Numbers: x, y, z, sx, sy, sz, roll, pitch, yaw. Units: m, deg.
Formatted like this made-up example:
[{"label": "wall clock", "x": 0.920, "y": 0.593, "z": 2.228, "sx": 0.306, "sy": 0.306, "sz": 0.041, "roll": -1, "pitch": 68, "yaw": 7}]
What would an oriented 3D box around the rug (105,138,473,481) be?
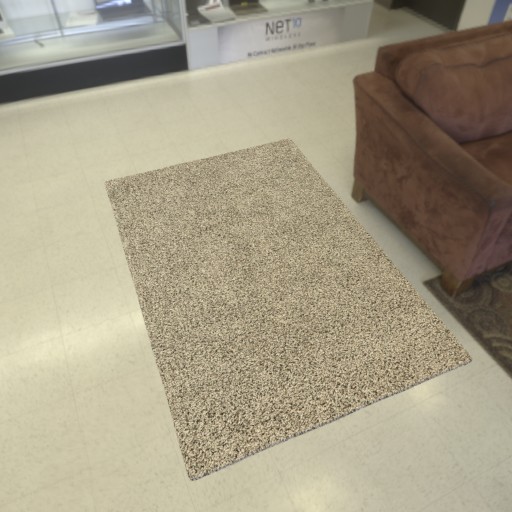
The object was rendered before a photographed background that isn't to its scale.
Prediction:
[{"label": "rug", "x": 0.000, "y": 0.000, "z": 2.232, "sx": 1.219, "sy": 0.030, "sz": 1.778, "roll": -17, "pitch": 50, "yaw": -15}]
